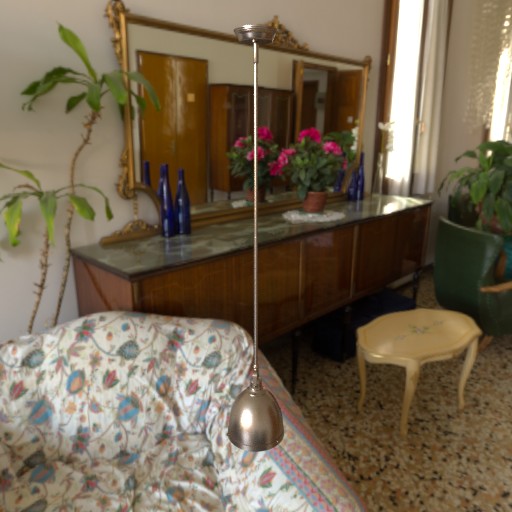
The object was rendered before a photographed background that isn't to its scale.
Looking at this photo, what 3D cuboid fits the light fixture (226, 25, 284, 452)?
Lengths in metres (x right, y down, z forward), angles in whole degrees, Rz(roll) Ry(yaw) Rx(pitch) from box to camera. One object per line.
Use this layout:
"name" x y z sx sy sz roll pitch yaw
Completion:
"light fixture" 0.000 0.000 1.479 0.211 1.367 0.217 2 16 8
